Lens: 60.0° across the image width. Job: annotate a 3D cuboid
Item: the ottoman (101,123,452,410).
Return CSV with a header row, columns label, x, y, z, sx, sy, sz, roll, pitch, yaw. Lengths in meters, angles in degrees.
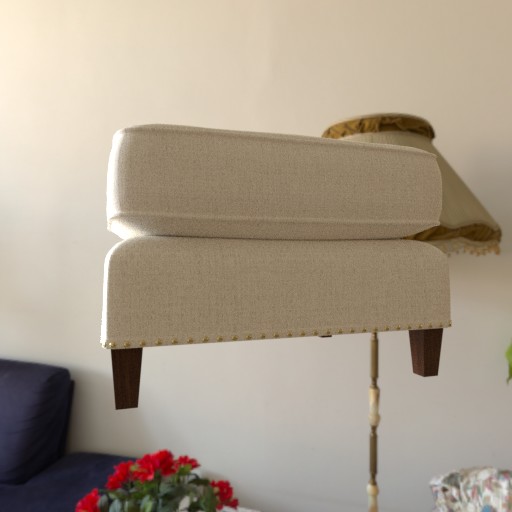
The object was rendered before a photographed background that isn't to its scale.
label,x,y,z,sx,sy,sz,roll,pitch,yaw
ottoman,0.000,0.000,1.124,0.738,0.537,0.589,0,0,-19
